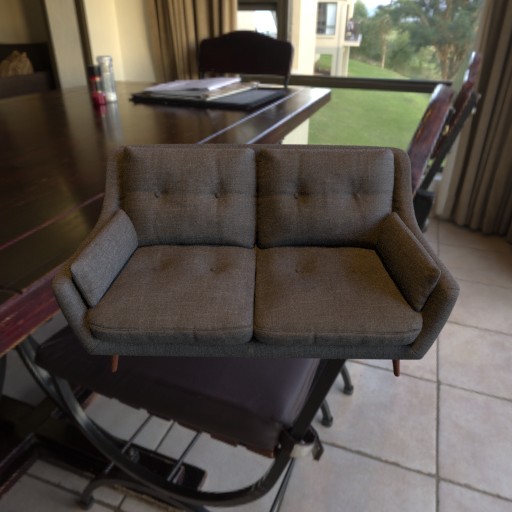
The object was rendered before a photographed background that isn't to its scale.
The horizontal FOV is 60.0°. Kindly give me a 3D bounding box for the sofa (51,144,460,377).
[{"bbox_3d":[0.000,0.000,2.176,1.646,0.887,0.976,1,29,1],"label":"sofa"}]
